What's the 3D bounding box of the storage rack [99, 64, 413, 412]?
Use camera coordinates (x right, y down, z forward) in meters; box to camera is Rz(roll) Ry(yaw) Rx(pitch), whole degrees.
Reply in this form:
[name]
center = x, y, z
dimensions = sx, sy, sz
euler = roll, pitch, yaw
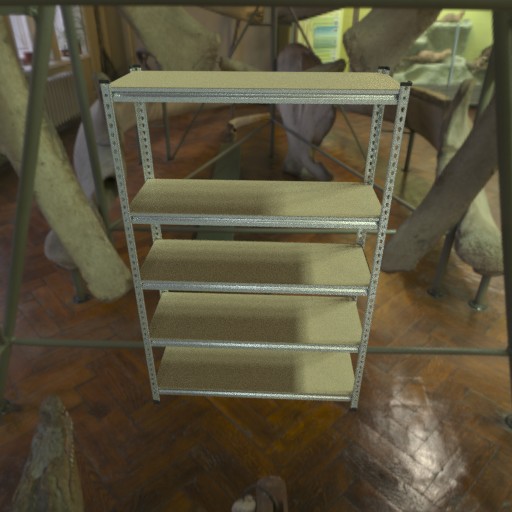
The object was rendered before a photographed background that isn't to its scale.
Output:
[storage rack]
center = 0.000, 0.000, 2.367
dimensions = 1.219, 1.829, 0.457
euler = 1, 30, 2
